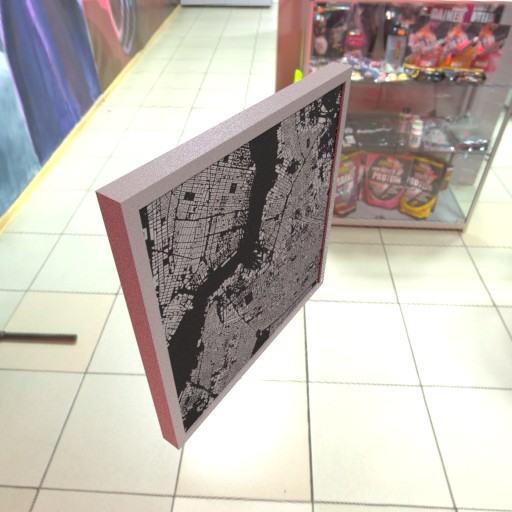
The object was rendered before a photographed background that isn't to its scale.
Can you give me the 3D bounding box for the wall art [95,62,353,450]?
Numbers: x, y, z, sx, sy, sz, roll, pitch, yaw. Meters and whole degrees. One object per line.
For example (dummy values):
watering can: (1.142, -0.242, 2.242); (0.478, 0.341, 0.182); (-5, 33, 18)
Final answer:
wall art: (0.000, 0.000, 0.760); (0.038, 0.506, 0.506); (25, 46, 26)
